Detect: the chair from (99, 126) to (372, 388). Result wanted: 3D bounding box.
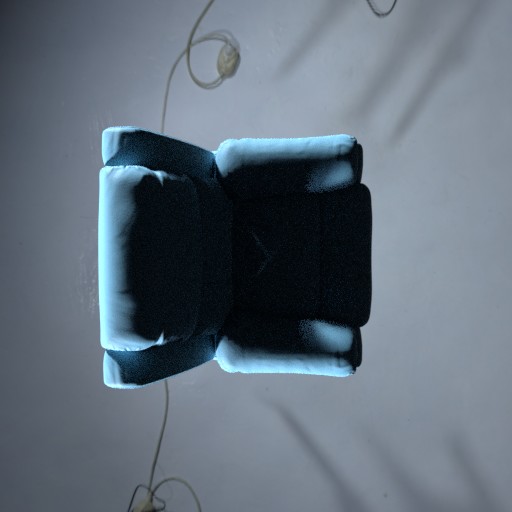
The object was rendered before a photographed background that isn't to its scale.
[{"bbox_3d":[0.000,0.000,1.270,0.709,0.702,0.680,0,91,0],"label":"chair"}]
